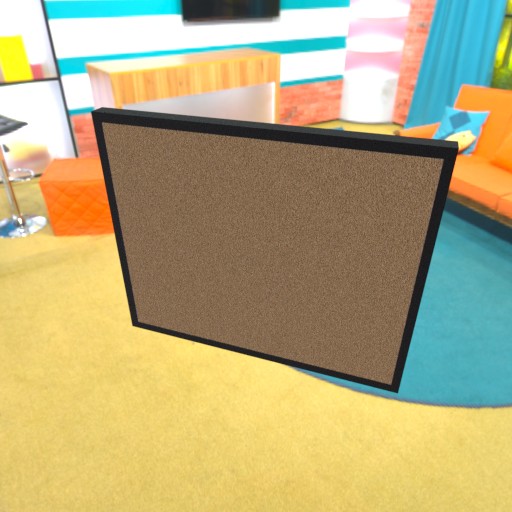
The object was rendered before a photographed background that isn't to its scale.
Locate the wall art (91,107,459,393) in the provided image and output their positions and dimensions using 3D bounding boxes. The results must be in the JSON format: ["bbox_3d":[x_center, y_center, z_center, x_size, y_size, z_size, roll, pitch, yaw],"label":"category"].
[{"bbox_3d":[0.000,0.000,0.771,0.554,0.454,0.030,11,34,16],"label":"wall art"}]
